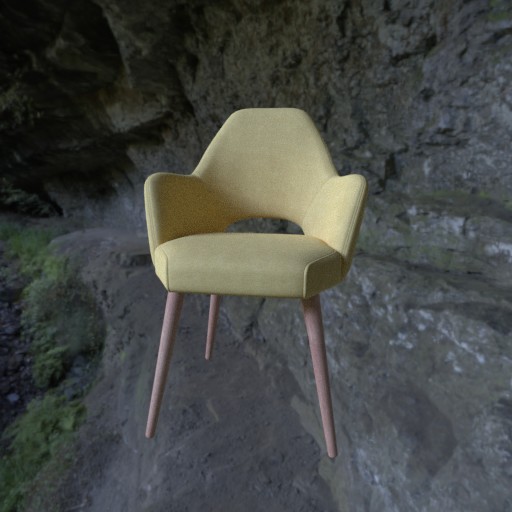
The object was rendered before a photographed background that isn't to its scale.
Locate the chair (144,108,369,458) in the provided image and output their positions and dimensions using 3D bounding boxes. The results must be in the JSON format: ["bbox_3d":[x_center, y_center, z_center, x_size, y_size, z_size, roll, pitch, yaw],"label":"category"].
[{"bbox_3d":[0.000,0.000,1.254,0.590,0.840,0.610,2,14,9],"label":"chair"}]
